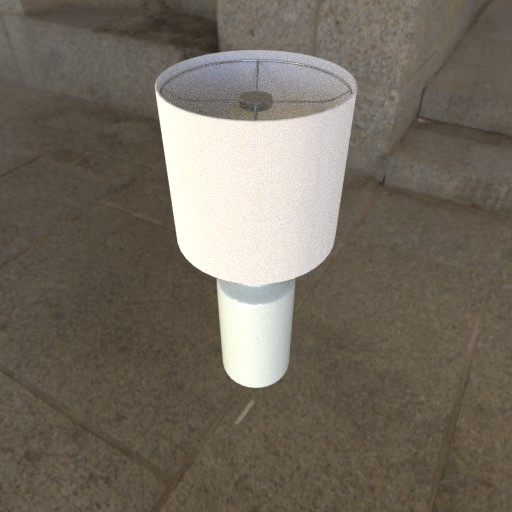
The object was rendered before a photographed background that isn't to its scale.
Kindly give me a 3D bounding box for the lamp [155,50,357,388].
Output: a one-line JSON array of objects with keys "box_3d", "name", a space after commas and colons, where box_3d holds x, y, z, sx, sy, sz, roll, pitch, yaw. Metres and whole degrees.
[{"box_3d": [0.000, 0.000, 0.630, 0.212, 0.493, 0.212, 1, 41, 1], "name": "lamp"}]
